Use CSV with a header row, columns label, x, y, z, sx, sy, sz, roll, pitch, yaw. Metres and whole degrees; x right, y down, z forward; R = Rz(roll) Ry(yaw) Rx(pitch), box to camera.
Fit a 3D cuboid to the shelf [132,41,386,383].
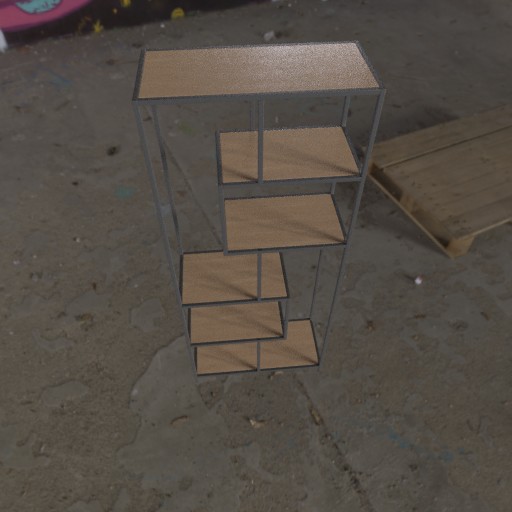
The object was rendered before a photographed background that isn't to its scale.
label,x,y,z,sx,sy,sz,roll,pitch,yaw
shelf,0.000,0.000,2.139,0.770,1.850,0.350,-4,49,-3
